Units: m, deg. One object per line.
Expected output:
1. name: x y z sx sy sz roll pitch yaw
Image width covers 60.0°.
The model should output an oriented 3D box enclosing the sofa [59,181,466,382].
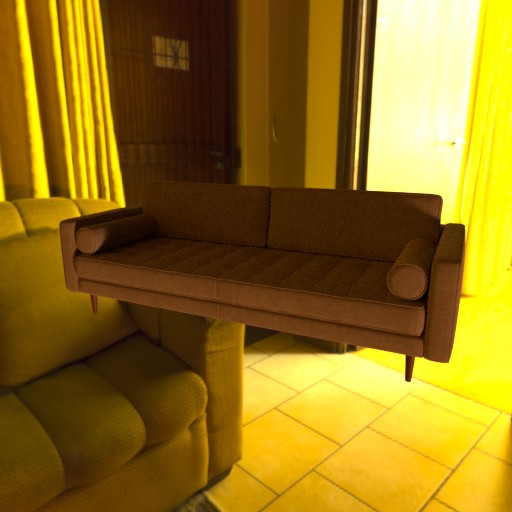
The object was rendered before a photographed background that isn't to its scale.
1. sofa: 0.000 0.000 2.587 2.200 0.770 0.919 7 16 25
